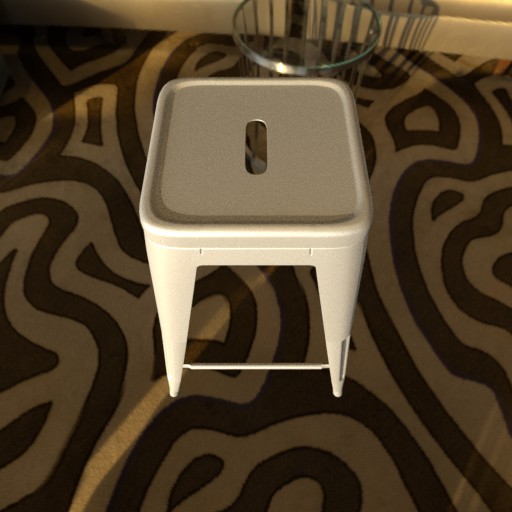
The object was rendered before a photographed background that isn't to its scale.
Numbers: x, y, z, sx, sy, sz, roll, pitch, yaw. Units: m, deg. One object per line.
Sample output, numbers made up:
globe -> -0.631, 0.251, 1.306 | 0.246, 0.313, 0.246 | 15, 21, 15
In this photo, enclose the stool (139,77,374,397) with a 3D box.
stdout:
stool -> 0.000, 0.000, 0.886 | 0.406, 0.610, 0.406 | 0, 58, 0
